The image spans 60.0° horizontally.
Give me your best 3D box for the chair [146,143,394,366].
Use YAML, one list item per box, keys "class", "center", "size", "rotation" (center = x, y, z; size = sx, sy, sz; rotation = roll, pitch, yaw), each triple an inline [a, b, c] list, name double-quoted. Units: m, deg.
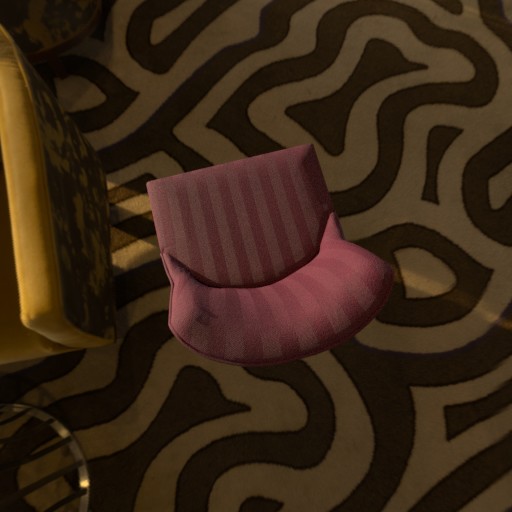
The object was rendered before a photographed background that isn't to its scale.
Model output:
- class: "chair"
  center: [0.000, 0.000, 1.300]
  size: [0.548, 0.916, 0.638]
  rotation: [-14, 76, -4]
